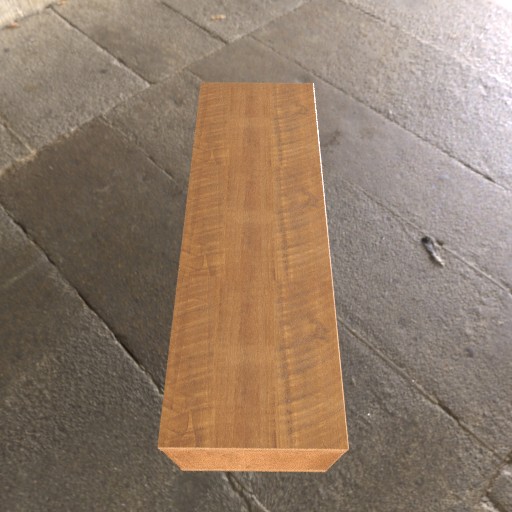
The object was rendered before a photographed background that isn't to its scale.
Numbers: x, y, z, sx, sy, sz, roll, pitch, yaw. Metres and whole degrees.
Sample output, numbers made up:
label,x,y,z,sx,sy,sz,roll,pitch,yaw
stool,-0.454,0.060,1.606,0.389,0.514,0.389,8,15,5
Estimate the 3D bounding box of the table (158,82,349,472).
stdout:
label,x,y,z,sx,sy,sz,roll,pitch,yaw
table,0.000,0.000,1.760,0.499,0.491,1.499,0,57,0
